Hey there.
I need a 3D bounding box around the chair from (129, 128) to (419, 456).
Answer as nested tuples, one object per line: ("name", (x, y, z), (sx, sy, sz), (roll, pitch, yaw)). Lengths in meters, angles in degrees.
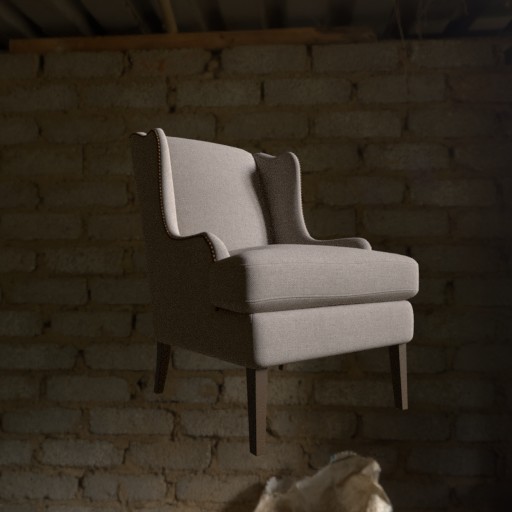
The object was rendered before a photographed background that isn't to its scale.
("chair", (0.000, 0.000, 1.670), (0.737, 1.029, 0.940), (0, -1, -35))
